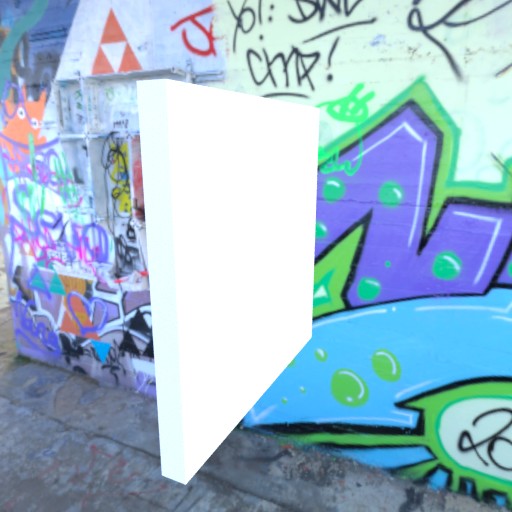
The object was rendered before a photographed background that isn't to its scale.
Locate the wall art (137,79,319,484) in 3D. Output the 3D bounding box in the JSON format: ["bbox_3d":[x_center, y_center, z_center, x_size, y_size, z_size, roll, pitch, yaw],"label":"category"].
[{"bbox_3d":[0.000,0.000,0.529,0.027,0.355,0.355,7,16,25],"label":"wall art"}]
